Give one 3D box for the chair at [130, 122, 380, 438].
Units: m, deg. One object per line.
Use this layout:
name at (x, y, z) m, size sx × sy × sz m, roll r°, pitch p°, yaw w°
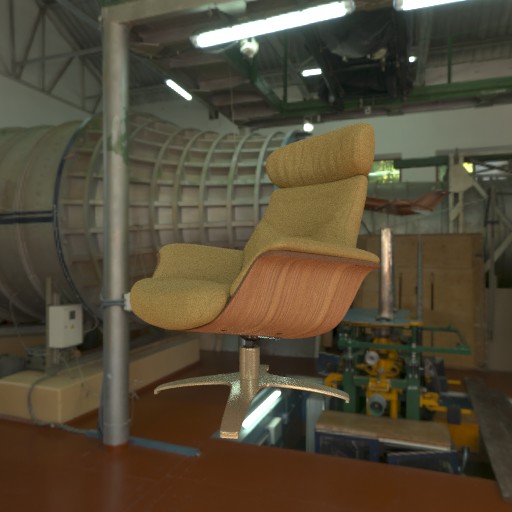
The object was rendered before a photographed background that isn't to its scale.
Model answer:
chair at (0.000, 0.000, 1.594) m, size 0.837 × 0.995 × 0.785 m, roll 0°, pitch 0°, yaw -36°
